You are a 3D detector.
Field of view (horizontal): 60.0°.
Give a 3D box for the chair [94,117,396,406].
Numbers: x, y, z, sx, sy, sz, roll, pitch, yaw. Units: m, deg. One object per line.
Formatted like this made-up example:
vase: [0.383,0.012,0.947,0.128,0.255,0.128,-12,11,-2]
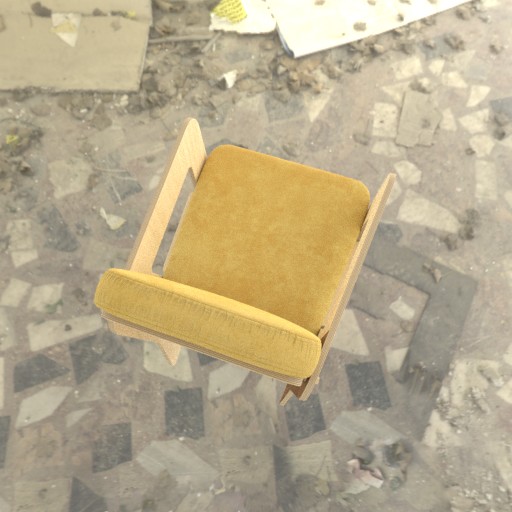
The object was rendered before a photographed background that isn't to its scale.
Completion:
chair: [0.000,0.000,1.241,0.590,0.800,0.710,17,66,8]
